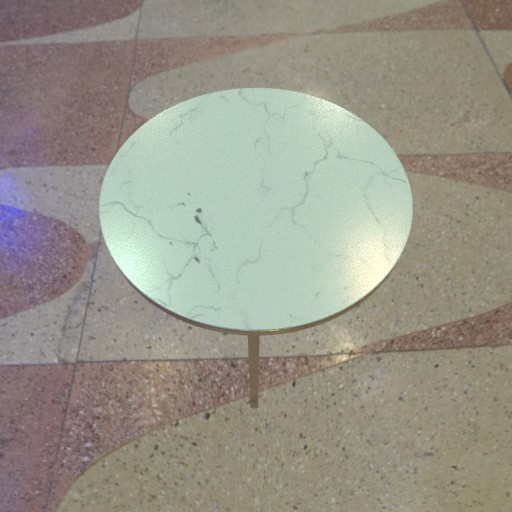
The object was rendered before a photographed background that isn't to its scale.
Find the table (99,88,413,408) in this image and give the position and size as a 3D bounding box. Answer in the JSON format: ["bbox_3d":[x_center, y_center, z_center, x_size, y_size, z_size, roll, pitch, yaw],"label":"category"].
[{"bbox_3d":[0.000,0.000,0.894,0.500,0.420,0.500,0,57,0],"label":"table"}]
